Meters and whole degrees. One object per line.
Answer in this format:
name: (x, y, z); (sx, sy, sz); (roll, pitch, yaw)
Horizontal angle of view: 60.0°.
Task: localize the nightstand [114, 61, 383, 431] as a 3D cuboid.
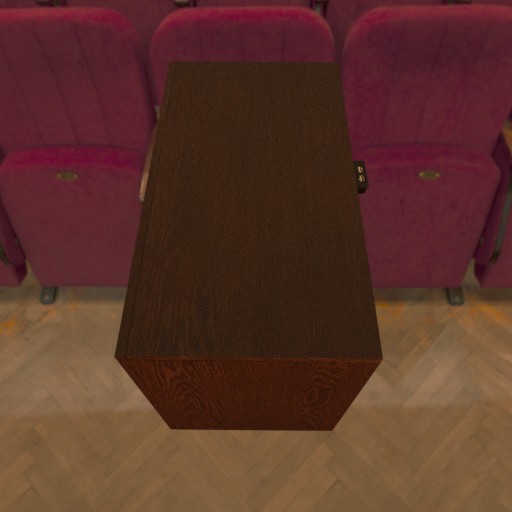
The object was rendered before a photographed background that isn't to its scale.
nightstand: (0.000, 0.000, 1.168); (0.457, 0.612, 0.775); (0, 57, 0)
